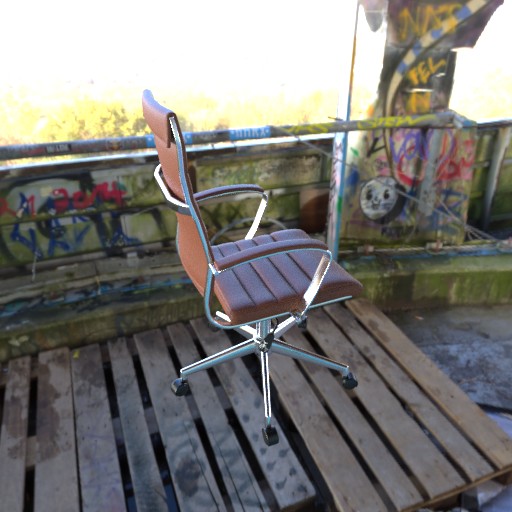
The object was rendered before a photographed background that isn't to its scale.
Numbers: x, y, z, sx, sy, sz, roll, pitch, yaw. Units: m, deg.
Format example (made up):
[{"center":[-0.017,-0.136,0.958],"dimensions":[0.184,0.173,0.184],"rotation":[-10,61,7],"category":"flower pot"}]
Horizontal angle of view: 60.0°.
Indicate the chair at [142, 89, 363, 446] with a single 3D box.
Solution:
[{"center":[0.000,0.000,1.652],"dimensions":[0.739,1.149,0.766],"rotation":[-10,30,-18],"category":"chair"}]
